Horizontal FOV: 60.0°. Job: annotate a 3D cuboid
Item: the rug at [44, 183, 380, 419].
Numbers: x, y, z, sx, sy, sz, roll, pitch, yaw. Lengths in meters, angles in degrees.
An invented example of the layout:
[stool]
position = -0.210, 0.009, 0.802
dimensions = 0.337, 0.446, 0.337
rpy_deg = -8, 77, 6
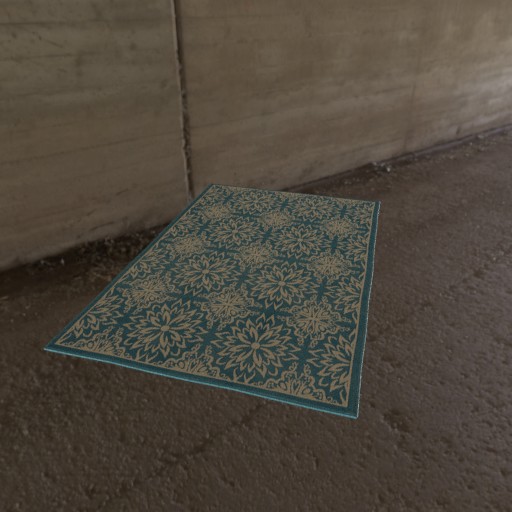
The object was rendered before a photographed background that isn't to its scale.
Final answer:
[rug]
position = 0.000, 0.000, 2.351
dimensions = 1.211, 0.012, 1.833
rpy_deg = 8, 31, 14
